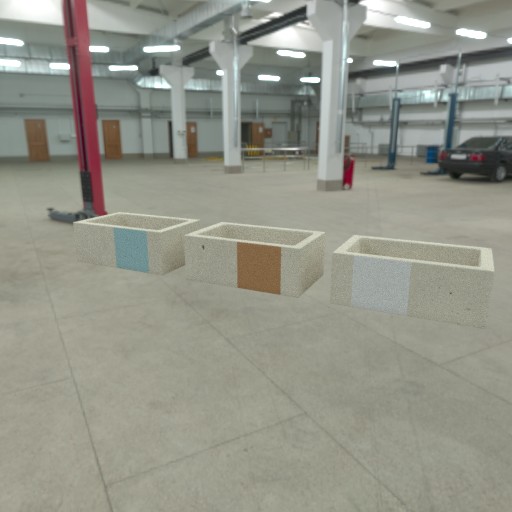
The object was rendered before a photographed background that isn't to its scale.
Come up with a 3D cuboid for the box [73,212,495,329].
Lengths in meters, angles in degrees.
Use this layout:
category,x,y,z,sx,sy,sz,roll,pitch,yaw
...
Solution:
category,x,y,z,sx,sy,sz,roll,pitch,yaw
box,0.000,0.000,0.491,0.461,0.051,0.082,7,17,25
